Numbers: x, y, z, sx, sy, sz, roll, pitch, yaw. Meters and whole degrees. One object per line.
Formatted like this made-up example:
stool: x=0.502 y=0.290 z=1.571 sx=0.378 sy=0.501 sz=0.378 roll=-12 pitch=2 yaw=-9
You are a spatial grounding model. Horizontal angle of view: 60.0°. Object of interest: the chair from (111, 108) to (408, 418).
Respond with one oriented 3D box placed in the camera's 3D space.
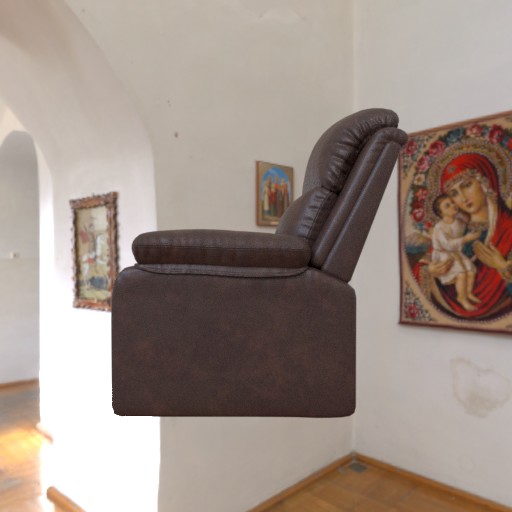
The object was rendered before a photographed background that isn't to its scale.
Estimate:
chair: x=0.000 y=0.000 z=1.653 sx=0.919 sy=0.992 sz=0.855 roll=0 pitch=1 yaw=0
